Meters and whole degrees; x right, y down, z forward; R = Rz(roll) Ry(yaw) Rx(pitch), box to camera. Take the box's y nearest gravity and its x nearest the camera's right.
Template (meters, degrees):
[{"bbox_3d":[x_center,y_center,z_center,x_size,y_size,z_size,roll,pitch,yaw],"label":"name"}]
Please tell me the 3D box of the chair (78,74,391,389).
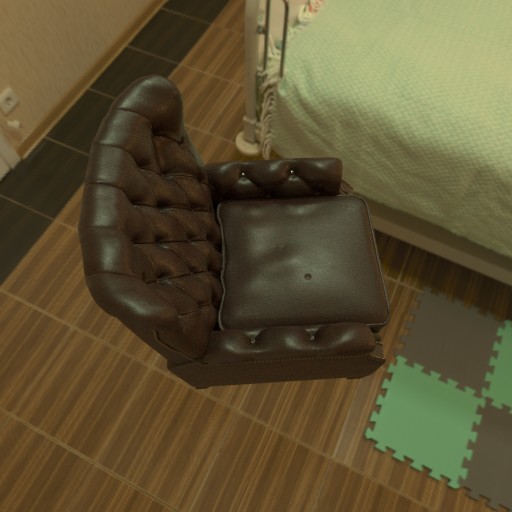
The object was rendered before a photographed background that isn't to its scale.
[{"bbox_3d":[0.000,0.000,1.420,0.823,0.864,0.709,-3,63,-2],"label":"chair"}]
